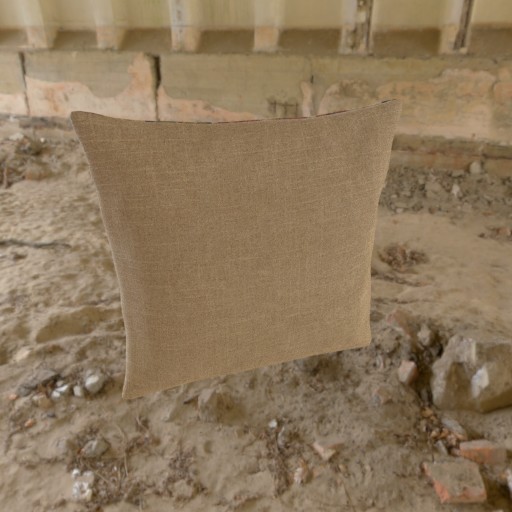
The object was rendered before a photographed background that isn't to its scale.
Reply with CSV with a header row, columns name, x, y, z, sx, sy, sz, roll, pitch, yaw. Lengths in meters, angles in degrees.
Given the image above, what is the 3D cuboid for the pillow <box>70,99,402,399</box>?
name,x,y,z,sx,sy,sz,roll,pitch,yaw
pillow,0.000,0.000,0.772,0.523,0.506,0.166,-8,27,-17
